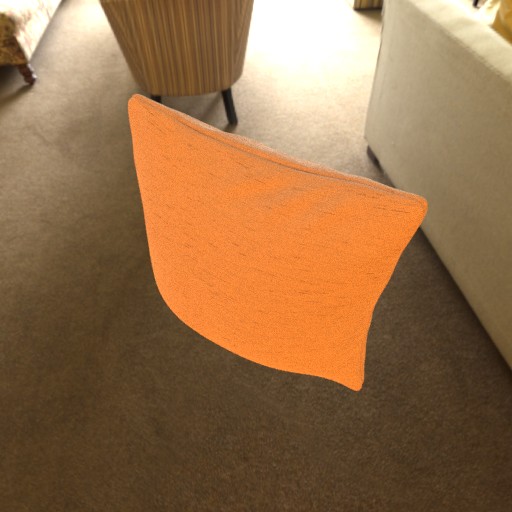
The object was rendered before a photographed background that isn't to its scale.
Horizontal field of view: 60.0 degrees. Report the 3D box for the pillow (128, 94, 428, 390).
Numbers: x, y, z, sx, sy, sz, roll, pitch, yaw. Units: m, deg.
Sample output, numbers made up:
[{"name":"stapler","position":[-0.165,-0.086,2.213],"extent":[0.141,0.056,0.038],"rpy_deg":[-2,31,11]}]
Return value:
[{"name":"pillow","position":[0.000,0.000,0.690],"extent":[0.432,0.415,0.246],"rpy_deg":[26,52,22]}]
